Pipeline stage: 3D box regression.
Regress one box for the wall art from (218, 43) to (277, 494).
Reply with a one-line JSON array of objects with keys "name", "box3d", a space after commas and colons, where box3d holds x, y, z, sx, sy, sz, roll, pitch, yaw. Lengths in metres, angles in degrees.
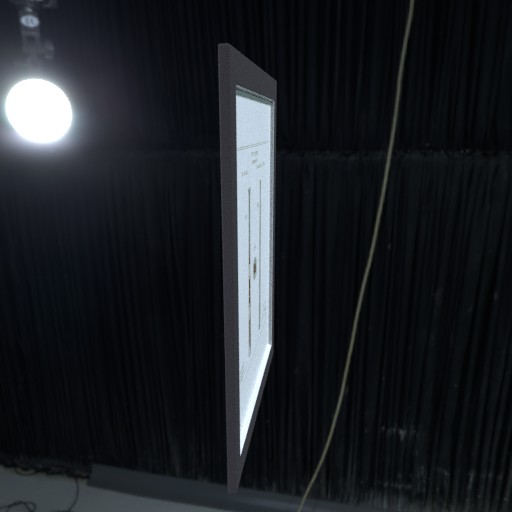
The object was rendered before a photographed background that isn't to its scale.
[{"name": "wall art", "box3d": [0.000, 0.000, 0.672, 0.012, 0.529, 0.374, 3, 17, 9]}]
